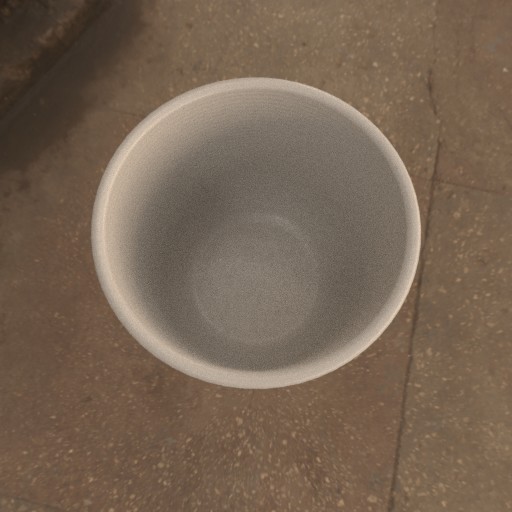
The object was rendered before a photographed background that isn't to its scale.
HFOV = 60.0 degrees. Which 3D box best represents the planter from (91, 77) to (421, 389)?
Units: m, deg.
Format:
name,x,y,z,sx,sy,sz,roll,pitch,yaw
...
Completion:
name,x,y,z,sx,sy,sz,roll,pitch,yaw
planter,0.000,0.000,0.218,0.124,0.109,0.124,0,74,0
